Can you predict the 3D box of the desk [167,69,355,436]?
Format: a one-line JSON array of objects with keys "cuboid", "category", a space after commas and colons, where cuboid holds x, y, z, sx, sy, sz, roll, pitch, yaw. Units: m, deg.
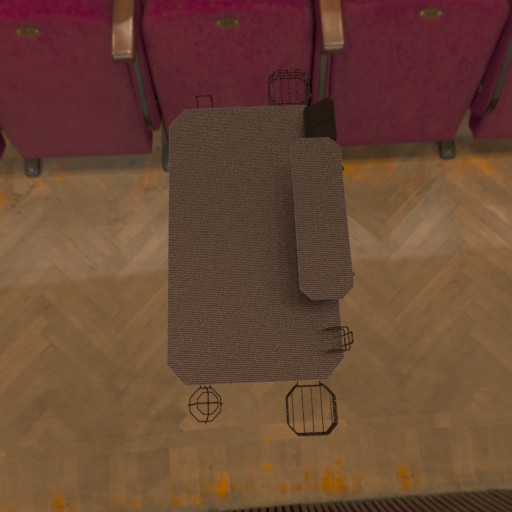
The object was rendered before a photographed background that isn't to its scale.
[{"cuboid": [0.000, 0.000, 1.786, 0.594, 0.909, 1.295, -2, 75, -1], "category": "desk"}]
